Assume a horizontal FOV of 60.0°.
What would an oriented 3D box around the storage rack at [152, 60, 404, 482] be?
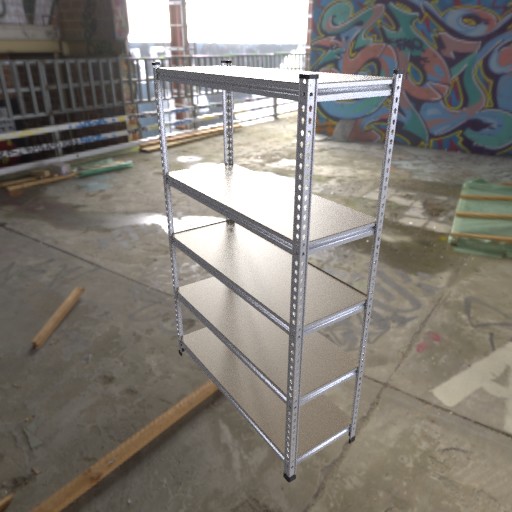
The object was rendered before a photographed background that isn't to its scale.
[{"bbox_3d":[0.000,0.000,2.312,0.457,1.829,1.219,-17,30,-31],"label":"storage rack"}]
